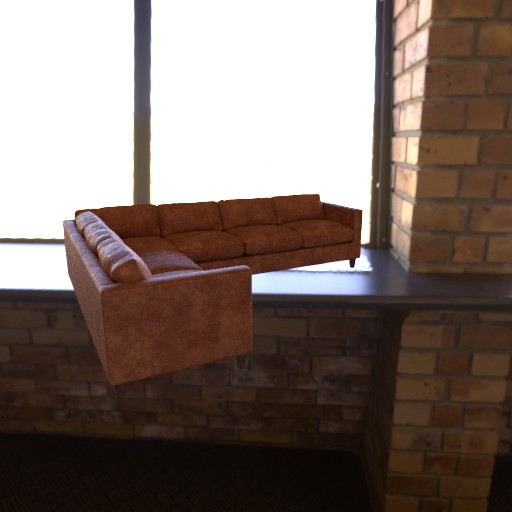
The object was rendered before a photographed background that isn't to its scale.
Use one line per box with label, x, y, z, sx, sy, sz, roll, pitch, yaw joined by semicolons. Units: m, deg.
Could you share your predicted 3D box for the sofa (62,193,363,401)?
sofa;0.000;0.000;4.202;3.150;0.838;2.438;-8;17;-27
